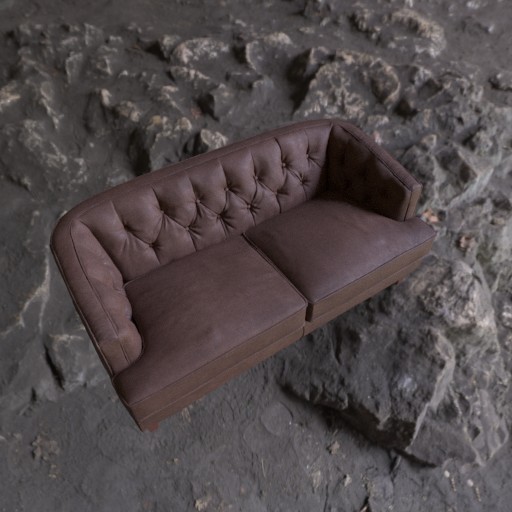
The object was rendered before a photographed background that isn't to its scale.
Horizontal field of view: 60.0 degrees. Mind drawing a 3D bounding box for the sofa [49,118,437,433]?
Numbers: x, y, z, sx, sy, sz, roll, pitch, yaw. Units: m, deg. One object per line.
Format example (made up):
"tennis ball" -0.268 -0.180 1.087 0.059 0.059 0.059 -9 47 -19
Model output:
"sofa" 0.000 0.000 2.286 1.767 0.799 0.917 -26 51 -23
